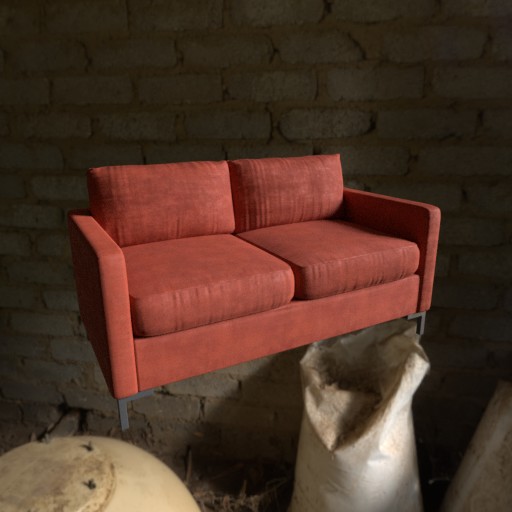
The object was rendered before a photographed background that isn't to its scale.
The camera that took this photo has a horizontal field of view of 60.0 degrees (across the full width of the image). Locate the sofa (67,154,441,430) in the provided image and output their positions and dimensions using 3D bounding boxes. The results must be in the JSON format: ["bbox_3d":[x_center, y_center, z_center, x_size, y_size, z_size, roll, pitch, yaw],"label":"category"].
[{"bbox_3d":[0.000,0.000,2.136,1.574,0.896,0.864,-9,19,-27],"label":"sofa"}]
